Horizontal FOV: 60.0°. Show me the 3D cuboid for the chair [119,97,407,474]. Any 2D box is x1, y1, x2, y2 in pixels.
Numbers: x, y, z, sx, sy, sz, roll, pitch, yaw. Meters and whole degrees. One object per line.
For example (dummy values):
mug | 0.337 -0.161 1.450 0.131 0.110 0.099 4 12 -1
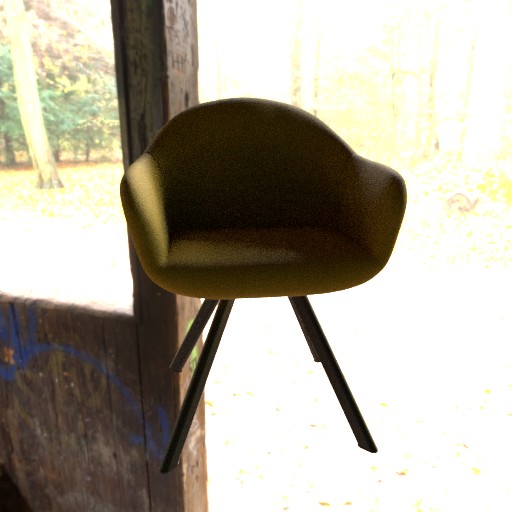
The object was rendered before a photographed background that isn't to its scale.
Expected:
chair | 0.000 0.000 1.130 0.590 0.795 0.550 -2 16 -7
